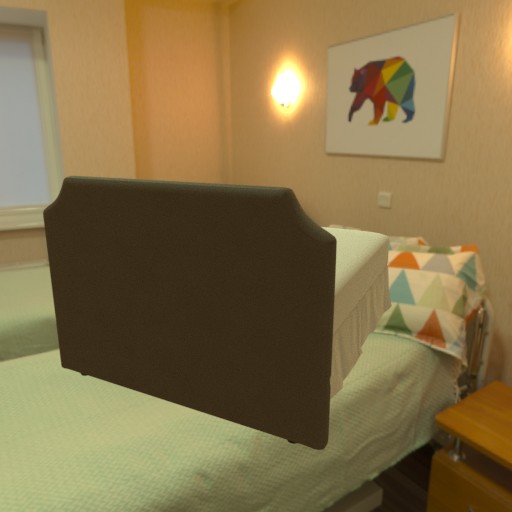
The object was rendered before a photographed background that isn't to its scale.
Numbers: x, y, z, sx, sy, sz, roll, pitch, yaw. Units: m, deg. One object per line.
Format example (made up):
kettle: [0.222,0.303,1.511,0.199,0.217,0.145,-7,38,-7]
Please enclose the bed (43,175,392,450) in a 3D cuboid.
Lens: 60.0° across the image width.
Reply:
bed: [0.000,0.000,3.317,1.831,1.297,2.181,8,17,26]
